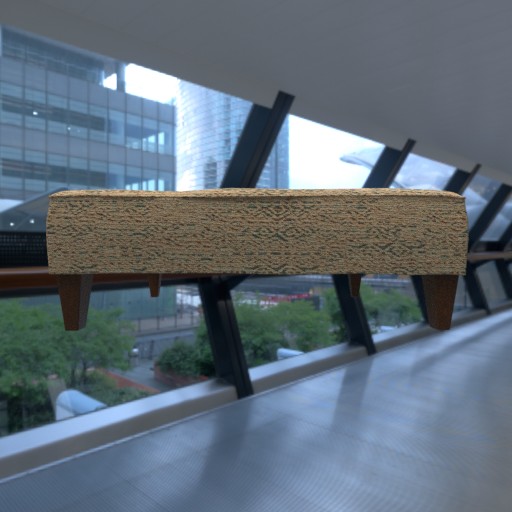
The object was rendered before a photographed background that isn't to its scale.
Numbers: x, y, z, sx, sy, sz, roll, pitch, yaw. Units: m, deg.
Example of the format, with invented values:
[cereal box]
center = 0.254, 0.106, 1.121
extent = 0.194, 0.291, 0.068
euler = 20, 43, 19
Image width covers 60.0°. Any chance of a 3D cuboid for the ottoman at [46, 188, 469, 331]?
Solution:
[ottoman]
center = 0.000, 0.000, 1.503
extent = 0.968, 0.356, 1.004
euler = 0, 0, -1
